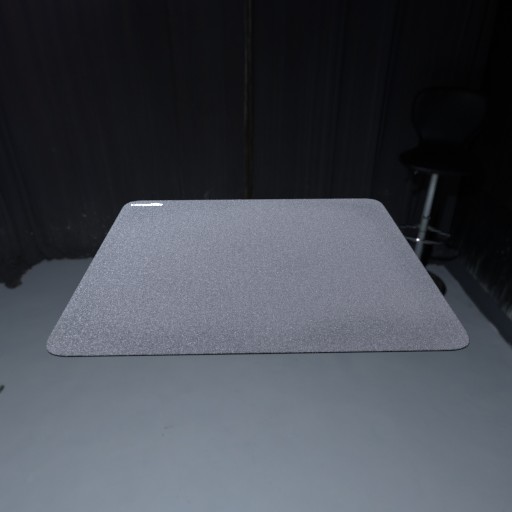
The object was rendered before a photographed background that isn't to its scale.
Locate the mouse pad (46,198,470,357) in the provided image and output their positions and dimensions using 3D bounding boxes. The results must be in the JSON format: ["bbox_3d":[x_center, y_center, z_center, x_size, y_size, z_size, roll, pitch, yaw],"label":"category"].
[{"bbox_3d":[0.000,0.000,0.623,0.451,0.002,0.393,-1,31,-1],"label":"mouse pad"}]
